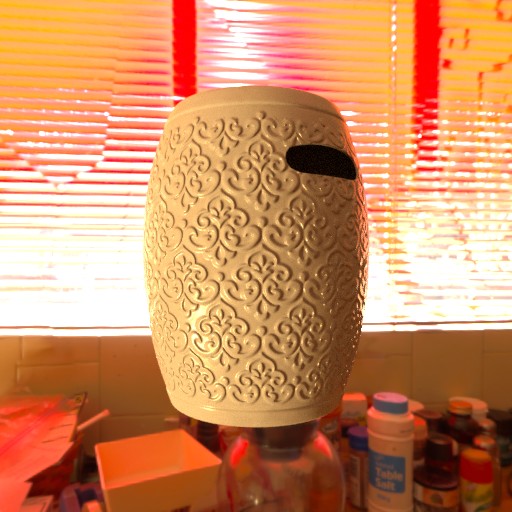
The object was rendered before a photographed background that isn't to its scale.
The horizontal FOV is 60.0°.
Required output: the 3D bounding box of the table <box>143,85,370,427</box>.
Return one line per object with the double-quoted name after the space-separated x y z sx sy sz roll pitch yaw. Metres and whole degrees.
0.000 0.000 0.624 0.309 0.397 0.309 0 0 0 "table"
